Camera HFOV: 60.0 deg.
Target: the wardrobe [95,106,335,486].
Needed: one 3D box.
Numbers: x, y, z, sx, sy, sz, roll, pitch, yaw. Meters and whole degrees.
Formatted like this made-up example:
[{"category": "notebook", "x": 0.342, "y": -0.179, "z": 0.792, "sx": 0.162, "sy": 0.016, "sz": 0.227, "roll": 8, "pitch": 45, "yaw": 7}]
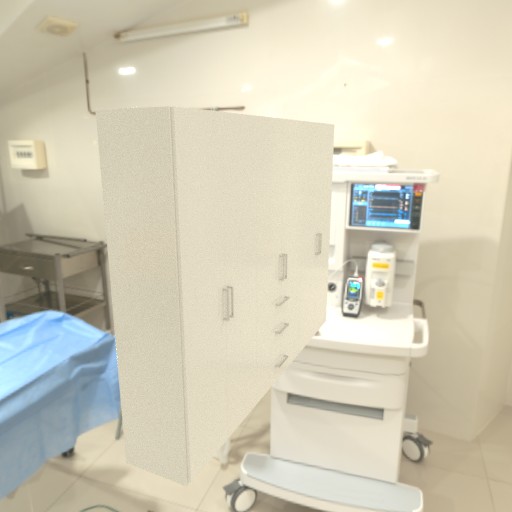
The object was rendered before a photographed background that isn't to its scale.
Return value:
[{"category": "wardrobe", "x": 0.000, "y": 0.000, "z": 3.997, "sx": 0.580, "sy": 2.360, "sz": 3.000, "roll": 7, "pitch": 16, "yaw": 25}]
